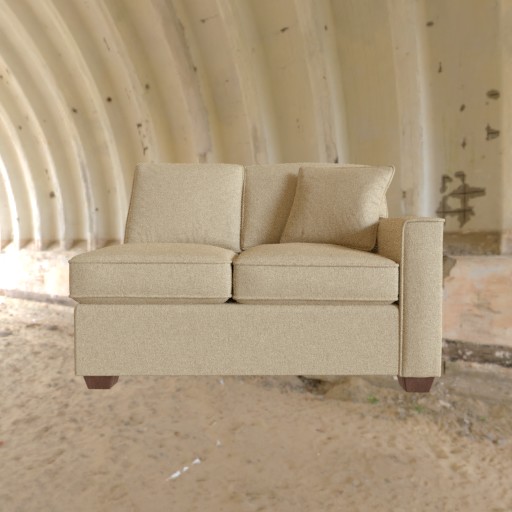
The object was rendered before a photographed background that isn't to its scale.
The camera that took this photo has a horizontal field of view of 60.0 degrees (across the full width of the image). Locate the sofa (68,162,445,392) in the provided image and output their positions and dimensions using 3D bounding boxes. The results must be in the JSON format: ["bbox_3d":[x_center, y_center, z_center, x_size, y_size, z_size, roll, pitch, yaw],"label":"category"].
[{"bbox_3d":[0.000,0.000,2.076,1.388,0.989,0.991,0,2,1],"label":"sofa"}]
